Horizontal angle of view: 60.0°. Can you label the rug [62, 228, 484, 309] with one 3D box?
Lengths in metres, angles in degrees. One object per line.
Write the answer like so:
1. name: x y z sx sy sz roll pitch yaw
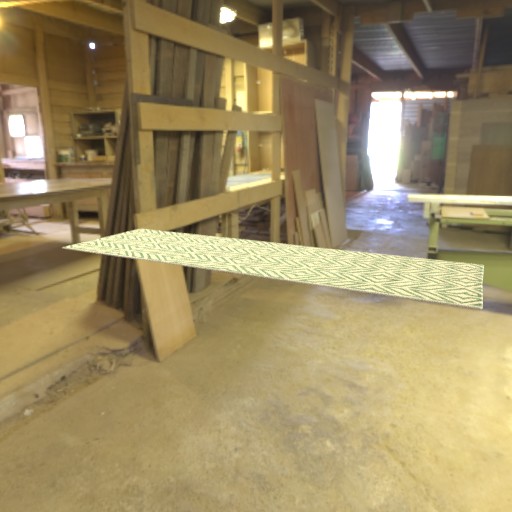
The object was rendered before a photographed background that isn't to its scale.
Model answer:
1. rug: 0.000 0.000 2.652 2.435 0.009 0.750 7 16 26
